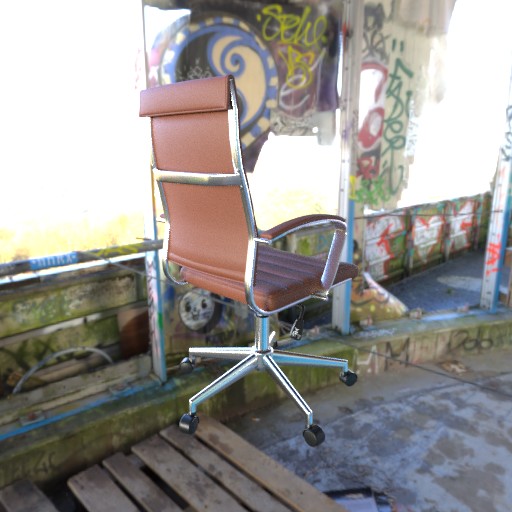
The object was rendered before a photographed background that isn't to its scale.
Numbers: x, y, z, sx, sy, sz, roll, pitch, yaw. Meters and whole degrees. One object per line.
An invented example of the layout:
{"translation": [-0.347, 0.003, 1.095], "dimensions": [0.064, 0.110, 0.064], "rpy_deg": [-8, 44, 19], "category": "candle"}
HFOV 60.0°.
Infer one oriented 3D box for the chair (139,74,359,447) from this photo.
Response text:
{"translation": [0.000, 0.000, 1.645], "dimensions": [0.739, 1.149, 0.766], "rpy_deg": [-13, 19, -43], "category": "chair"}
